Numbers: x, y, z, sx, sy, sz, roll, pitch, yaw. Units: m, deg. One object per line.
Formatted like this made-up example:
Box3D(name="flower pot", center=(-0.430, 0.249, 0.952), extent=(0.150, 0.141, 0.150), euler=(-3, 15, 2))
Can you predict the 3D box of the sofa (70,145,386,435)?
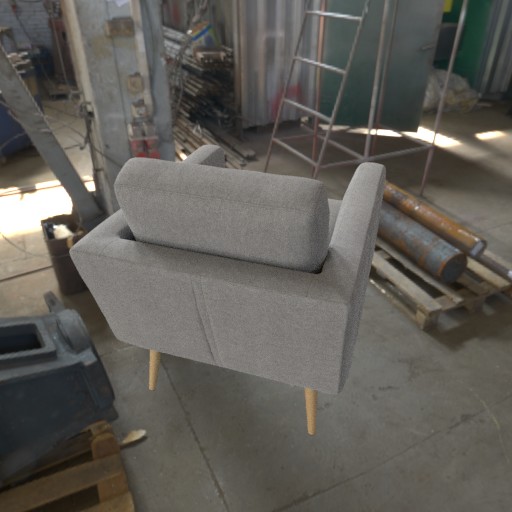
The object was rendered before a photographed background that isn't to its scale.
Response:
Box3D(name="sofa", center=(0.000, 0.000, 1.536), extent=(0.770, 0.860, 0.920), euler=(10, 34, 15))
